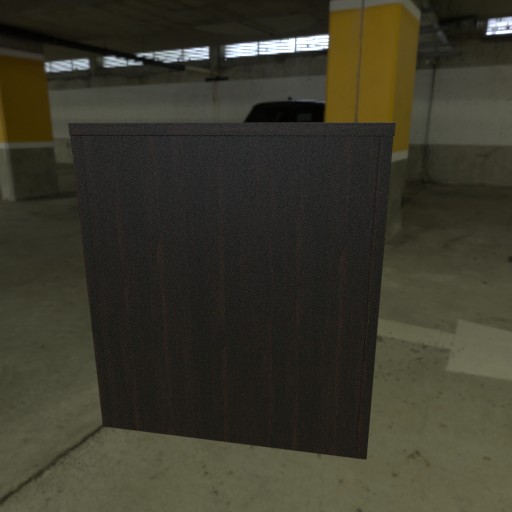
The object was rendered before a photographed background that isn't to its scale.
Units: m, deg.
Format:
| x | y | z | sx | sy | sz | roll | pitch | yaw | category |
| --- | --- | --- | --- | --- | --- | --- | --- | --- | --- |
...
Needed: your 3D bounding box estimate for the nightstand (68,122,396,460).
| x | y | z | sx | sy | sz | roll | pitch | yaw | category |
| --- | --- | --- | --- | --- | --- | --- | --- | --- | --- |
| 0.000 | 0.000 | 0.808 | 0.400 | 0.460 | 0.461 | 3 | 16 | 10 | nightstand |
